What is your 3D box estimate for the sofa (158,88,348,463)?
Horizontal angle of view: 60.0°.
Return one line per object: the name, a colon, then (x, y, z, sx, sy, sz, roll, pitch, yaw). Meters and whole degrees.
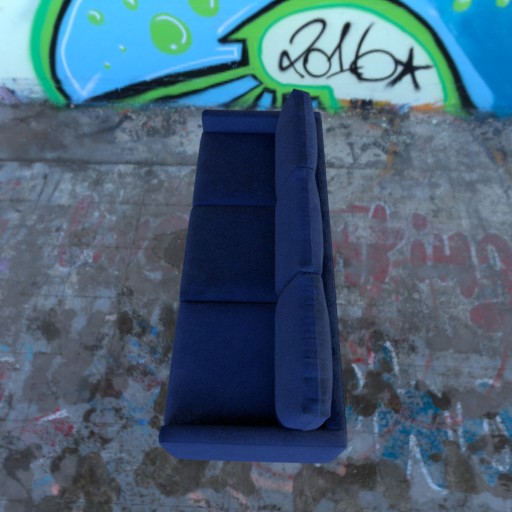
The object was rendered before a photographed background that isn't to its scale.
sofa: (0.000, 0.000, 2.707, 0.875, 0.879, 2.252, 1, 58, 1)
